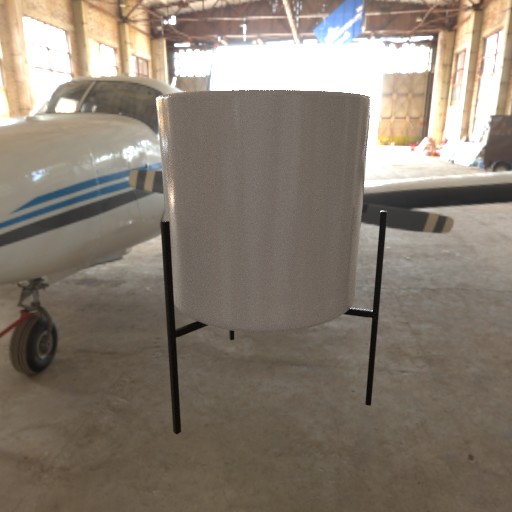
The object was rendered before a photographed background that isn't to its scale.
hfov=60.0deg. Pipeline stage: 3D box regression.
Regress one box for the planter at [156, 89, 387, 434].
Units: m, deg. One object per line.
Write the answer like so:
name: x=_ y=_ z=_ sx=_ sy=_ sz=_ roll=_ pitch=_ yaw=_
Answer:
planter: x=0.000 y=0.000 z=0.637 sx=0.307 sy=0.431 sz=0.308 roll=15 pitch=22 yaw=42
